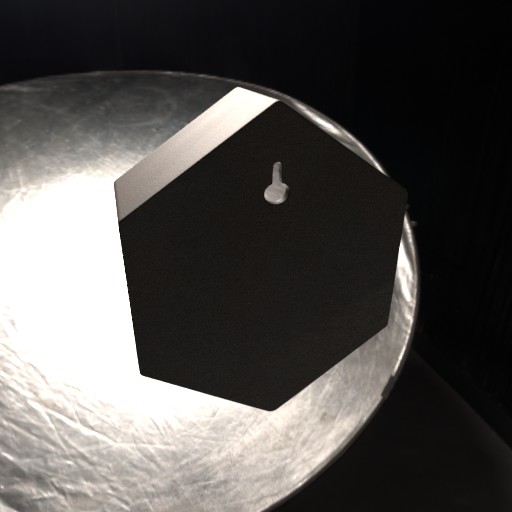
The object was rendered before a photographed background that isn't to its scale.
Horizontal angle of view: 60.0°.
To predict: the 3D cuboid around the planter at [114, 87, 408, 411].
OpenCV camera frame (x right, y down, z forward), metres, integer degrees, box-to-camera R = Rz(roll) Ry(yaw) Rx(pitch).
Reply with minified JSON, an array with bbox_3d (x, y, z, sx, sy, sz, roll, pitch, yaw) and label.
[{"bbox_3d":[0.000,0.000,0.297,0.169,0.206,0.077,-8,27,-16],"label":"planter"}]
